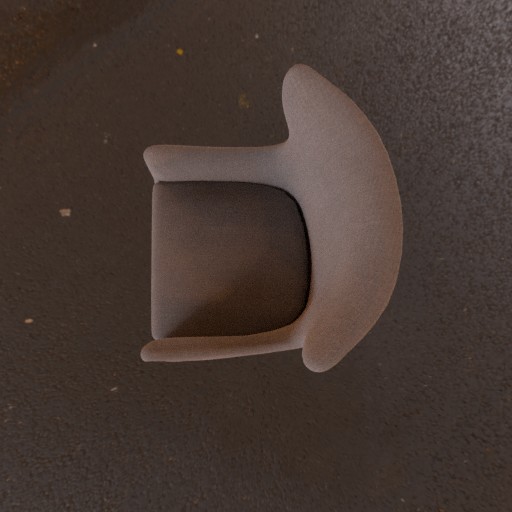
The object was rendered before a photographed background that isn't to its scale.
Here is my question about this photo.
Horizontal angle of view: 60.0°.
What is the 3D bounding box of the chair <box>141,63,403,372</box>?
[{"bbox_3d":[0.000,0.000,1.441,0.677,0.948,0.732,-3,76,-1],"label":"chair"}]
